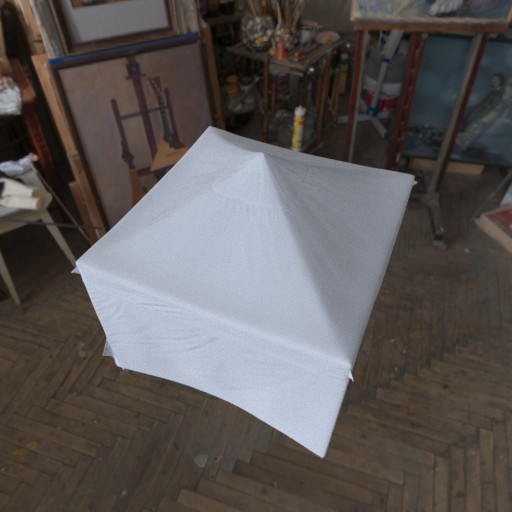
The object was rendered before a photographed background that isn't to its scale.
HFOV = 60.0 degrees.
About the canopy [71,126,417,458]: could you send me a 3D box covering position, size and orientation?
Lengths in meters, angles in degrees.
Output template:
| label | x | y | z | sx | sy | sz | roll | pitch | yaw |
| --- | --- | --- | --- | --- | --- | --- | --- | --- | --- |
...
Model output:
| label | x | y | z | sx | sy | sz | roll | pitch | yaw |
| --- | --- | --- | --- | --- | --- | --- | --- | --- | --- |
| canopy | 0.000 | 0.000 | 5.512 | 3.121 | 2.997 | 3.043 | 18 | 49 | 16 |
